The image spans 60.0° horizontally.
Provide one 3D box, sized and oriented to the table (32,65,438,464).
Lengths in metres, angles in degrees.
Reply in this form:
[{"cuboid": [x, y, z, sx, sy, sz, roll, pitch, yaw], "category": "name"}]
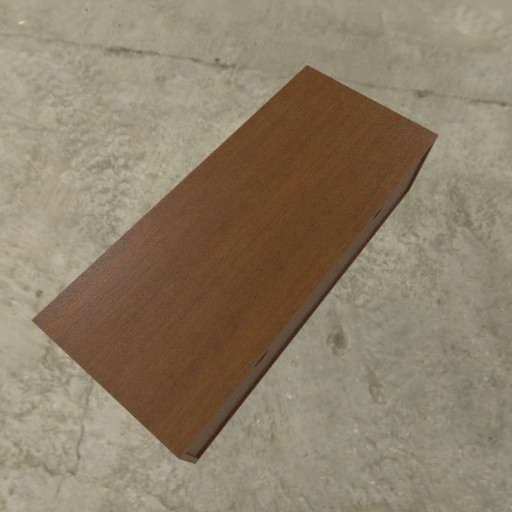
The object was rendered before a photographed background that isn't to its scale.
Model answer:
[{"cuboid": [0.000, 0.000, 1.390, 0.490, 0.464, 1.119, 35, 68, 17], "category": "table"}]
